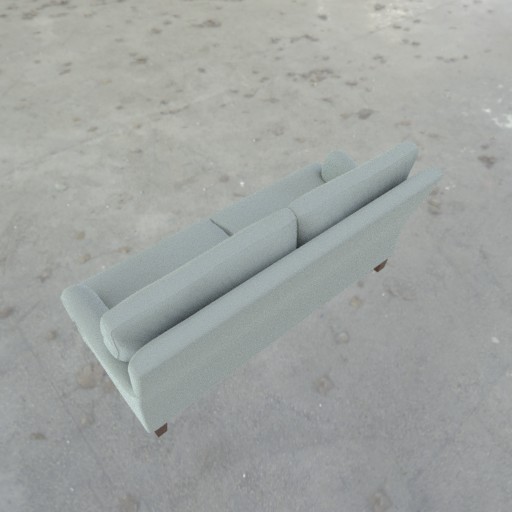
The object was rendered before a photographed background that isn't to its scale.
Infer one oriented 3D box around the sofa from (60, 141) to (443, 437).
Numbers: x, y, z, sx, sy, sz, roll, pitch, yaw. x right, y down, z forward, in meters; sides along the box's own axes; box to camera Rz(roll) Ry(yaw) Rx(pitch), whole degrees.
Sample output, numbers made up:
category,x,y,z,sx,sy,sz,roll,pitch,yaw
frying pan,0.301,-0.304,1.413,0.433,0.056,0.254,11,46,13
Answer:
category,x,y,z,sx,sy,sz,roll,pitch,yaw
sofa,0.000,0.000,2.789,2.193,1.096,1.069,-31,53,-27
